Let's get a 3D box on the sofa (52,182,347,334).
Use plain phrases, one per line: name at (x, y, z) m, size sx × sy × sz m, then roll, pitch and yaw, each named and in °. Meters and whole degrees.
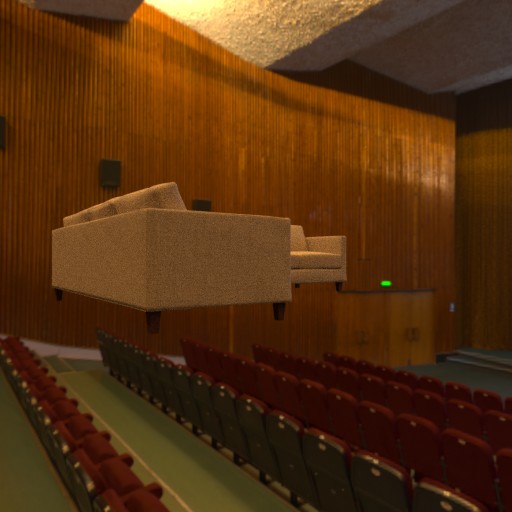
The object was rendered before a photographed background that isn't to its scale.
sofa at (0.000, 0.000, 4.261) m, size 3.182 × 0.863 × 2.432 m, roll 0°, pitch 0°, yaw -36°
